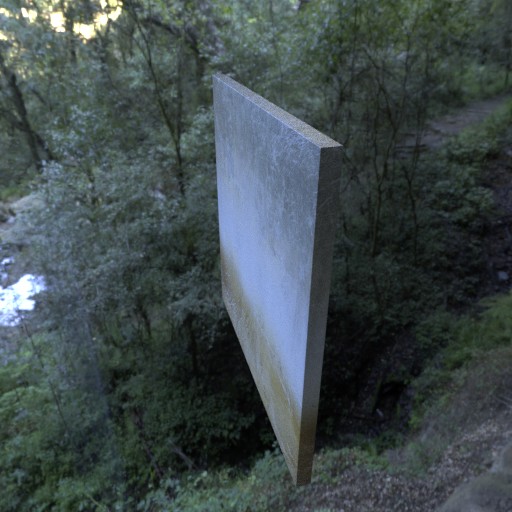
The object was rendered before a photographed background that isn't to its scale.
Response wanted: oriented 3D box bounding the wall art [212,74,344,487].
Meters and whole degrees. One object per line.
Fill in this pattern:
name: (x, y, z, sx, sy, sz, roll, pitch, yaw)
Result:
wall art: (0.000, 0.000, 1.603, 0.051, 1.091, 1.092, -8, 31, -14)
